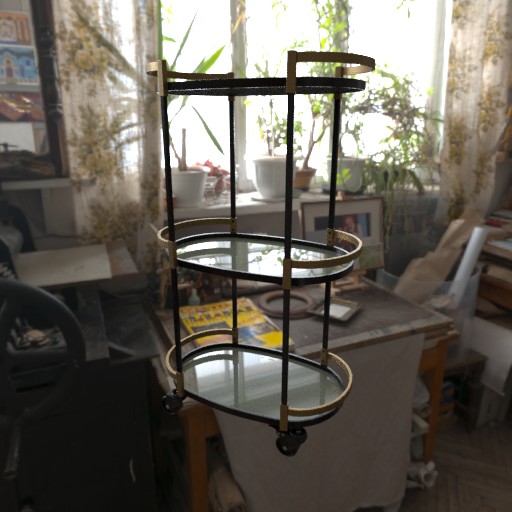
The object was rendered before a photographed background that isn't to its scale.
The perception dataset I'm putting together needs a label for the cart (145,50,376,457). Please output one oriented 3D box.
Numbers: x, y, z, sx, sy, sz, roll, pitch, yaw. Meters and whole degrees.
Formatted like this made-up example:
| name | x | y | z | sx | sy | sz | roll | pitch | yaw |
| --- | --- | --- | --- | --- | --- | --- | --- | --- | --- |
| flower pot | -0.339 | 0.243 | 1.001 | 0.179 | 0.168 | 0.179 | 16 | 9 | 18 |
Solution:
| name | x | y | z | sx | sy | sz | roll | pitch | yaw |
| --- | --- | --- | --- | --- | --- | --- | --- | --- | --- |
| cart | 0.000 | 0.000 | 1.104 | 0.515 | 0.885 | 0.311 | 9 | 19 | 26 |
